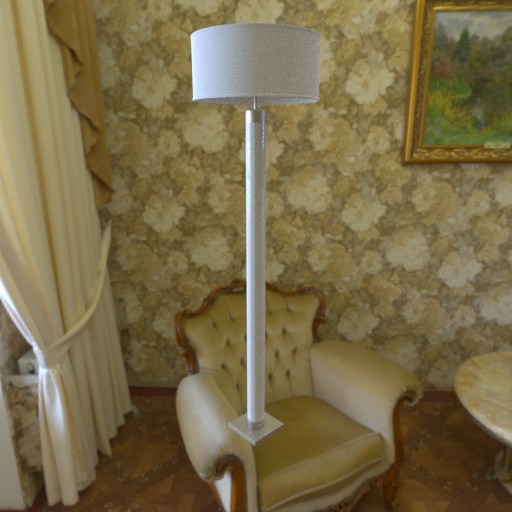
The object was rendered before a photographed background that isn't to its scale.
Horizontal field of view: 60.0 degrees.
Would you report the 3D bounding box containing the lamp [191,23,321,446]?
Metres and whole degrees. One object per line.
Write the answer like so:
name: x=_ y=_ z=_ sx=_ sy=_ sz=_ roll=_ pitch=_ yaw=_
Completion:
lamp: x=0.000 y=0.000 z=1.626 sx=0.420 sy=1.475 sz=0.420 roll=-14 pitch=21 yaw=-41
